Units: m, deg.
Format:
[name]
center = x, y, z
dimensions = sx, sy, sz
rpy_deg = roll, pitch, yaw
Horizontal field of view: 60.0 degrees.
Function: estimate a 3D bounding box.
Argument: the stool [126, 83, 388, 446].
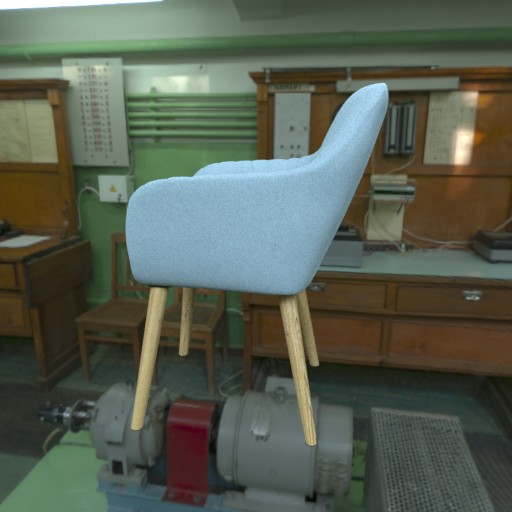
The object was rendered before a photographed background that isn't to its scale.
[stool]
center = 0.000, 0.000, 1.168
dimensions = 0.590, 0.830, 0.503
rpy_deg = 2, 16, 8
